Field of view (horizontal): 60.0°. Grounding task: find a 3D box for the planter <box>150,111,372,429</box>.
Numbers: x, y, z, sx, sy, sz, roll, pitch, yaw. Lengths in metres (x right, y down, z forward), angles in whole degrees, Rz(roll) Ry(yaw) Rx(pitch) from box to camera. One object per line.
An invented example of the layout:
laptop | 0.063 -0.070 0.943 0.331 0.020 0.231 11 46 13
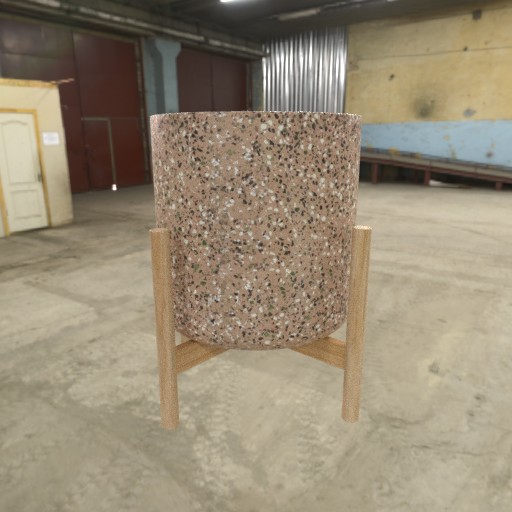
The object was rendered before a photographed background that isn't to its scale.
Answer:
planter | 0.000 0.000 0.702 0.360 0.419 0.360 -7 16 -25
